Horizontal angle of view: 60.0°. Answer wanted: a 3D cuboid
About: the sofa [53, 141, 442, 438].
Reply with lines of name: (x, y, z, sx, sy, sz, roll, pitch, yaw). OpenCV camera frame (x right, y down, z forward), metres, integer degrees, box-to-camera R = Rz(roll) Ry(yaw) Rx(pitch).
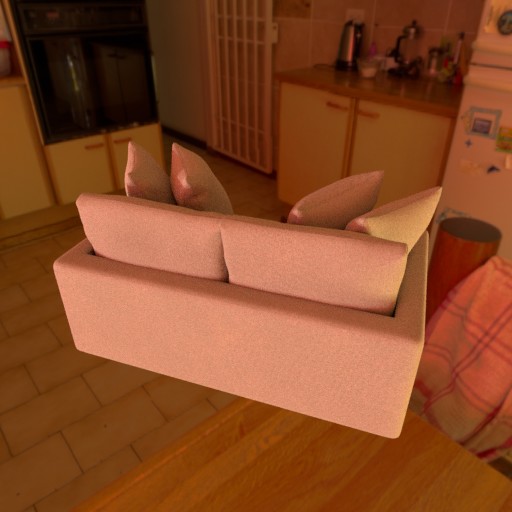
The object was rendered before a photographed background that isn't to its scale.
sofa: (0.000, 0.000, 2.590, 1.869, 1.080, 1.228, 10, 33, 16)
